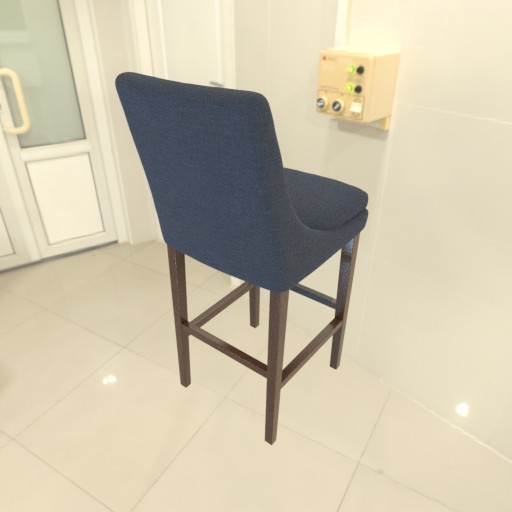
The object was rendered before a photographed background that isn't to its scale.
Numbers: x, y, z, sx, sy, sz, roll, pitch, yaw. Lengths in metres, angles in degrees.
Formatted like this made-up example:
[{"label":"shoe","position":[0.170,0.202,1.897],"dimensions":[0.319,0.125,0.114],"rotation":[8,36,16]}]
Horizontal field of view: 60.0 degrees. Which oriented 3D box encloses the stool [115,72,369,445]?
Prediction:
[{"label":"stool","position":[0.000,0.000,1.358],"dimensions":[0.470,1.078,0.577],"rotation":[22,38,32]}]
